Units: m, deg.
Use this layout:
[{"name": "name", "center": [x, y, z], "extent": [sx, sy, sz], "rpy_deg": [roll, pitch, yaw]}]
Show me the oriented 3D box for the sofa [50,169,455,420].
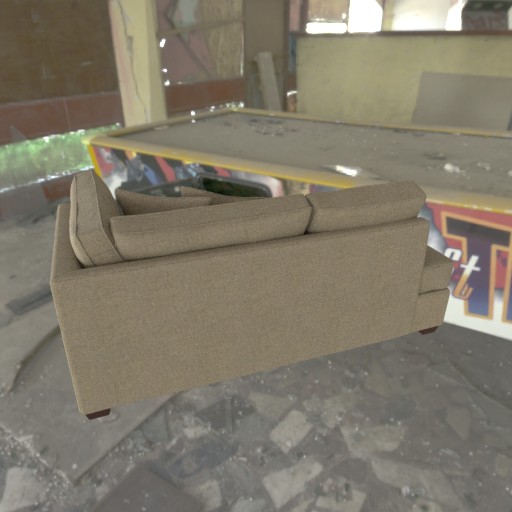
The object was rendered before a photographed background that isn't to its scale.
[{"name": "sofa", "center": [0.000, 0.000, 2.783], "extent": [2.238, 1.019, 1.110], "rpy_deg": [-9, 27, -18]}]
